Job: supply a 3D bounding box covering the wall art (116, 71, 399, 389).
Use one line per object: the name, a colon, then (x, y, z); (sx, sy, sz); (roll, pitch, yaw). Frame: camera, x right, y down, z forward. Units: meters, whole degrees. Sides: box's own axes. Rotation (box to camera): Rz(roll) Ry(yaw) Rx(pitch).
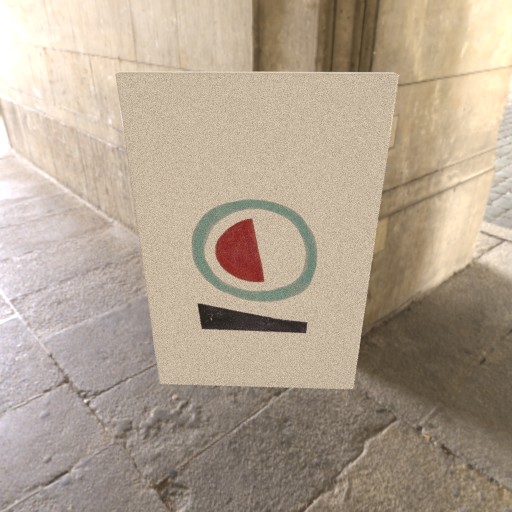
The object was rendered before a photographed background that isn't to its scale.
wall art: (0.000, 0.000, 1.172); (0.602, 0.902, 0.048); (1, 29, 2)
